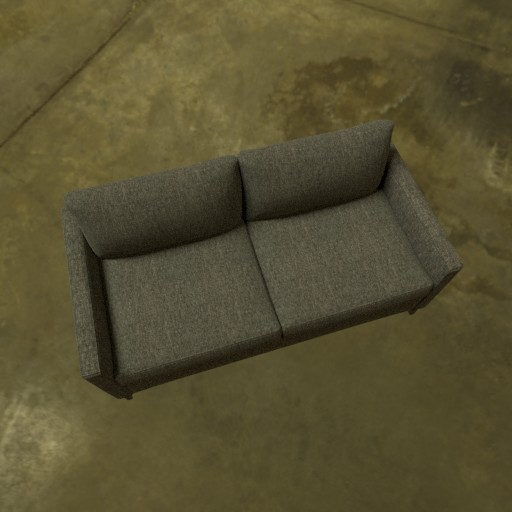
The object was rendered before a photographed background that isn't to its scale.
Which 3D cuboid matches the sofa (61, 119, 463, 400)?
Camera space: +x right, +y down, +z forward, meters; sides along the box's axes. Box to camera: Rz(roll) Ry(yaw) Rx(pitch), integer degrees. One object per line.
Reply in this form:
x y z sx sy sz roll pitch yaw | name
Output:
0.000 0.000 2.201 1.716 0.862 0.866 -15 63 -8 | sofa
